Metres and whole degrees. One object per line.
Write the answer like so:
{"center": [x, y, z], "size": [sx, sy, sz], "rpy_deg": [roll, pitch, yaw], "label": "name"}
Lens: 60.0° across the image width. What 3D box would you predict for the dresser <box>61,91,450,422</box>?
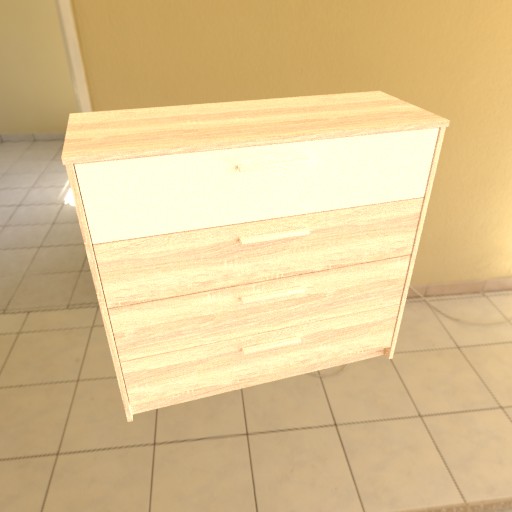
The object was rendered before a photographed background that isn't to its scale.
{"center": [0.000, 0.000, 1.455], "size": [0.980, 0.900, 0.380], "rpy_deg": [-9, 34, -14], "label": "dresser"}
